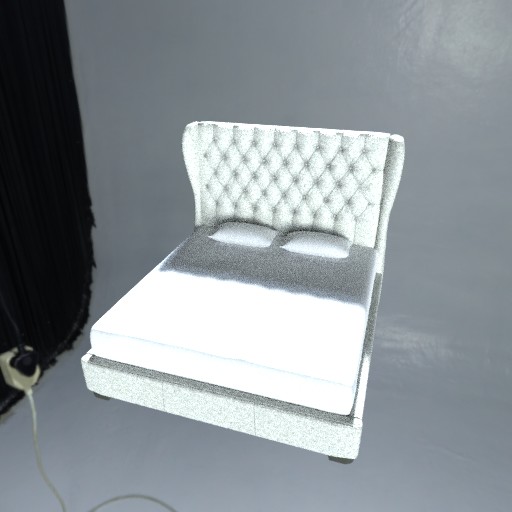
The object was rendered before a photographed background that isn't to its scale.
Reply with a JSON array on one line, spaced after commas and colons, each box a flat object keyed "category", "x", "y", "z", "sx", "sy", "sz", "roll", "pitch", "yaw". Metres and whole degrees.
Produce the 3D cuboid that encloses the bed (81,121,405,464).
[{"category": "bed", "x": 0.000, "y": 0.000, "z": 3.855, "sx": 2.219, "sy": 1.771, "sz": 2.347, "roll": 9, "pitch": 29, "yaw": 16}]
